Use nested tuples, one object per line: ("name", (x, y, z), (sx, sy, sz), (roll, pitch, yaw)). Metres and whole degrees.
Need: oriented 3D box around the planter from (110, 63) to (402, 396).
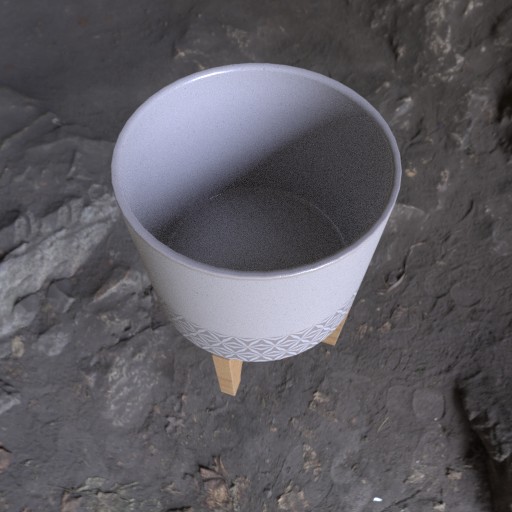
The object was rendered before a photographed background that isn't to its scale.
("planter", (0.000, 0.000, 0.400), (0.188, 0.260, 0.188), (0, 58, 0))
